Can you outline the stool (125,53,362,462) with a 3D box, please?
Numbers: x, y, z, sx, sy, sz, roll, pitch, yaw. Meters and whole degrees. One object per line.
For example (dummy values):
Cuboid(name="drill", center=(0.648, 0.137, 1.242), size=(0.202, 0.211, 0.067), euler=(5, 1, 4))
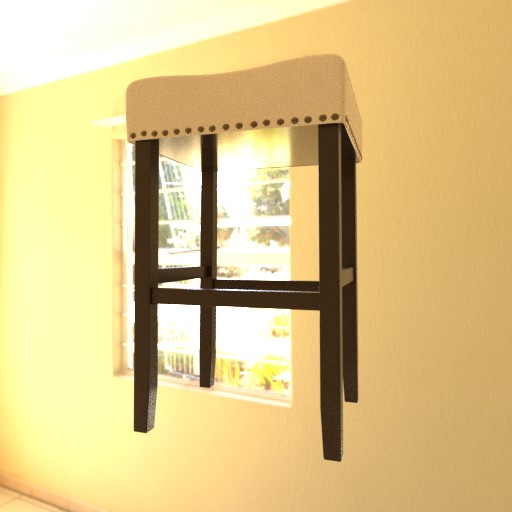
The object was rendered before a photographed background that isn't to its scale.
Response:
Cuboid(name="stool", center=(0.000, 0.000, 1.065), size=(0.471, 0.762, 0.401), euler=(0, 0, 18))
